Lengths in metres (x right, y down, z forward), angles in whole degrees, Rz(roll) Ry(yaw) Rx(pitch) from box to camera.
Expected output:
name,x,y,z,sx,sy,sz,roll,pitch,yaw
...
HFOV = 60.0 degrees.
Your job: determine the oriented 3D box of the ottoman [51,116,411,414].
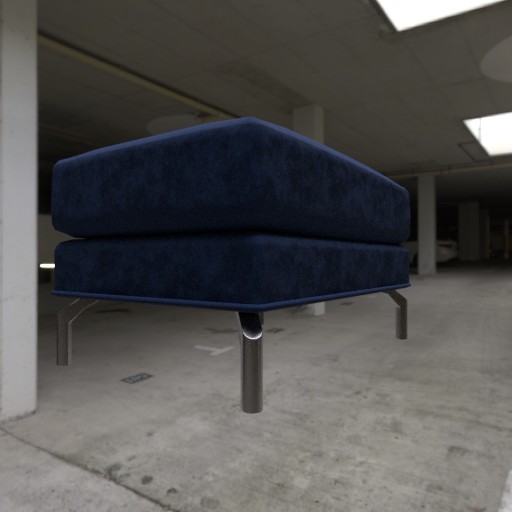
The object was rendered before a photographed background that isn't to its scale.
name,x,y,z,sx,sy,sz,roll,pitch,yaw
ottoman,0.000,0.000,1.176,0.587,0.498,0.835,0,-1,35
